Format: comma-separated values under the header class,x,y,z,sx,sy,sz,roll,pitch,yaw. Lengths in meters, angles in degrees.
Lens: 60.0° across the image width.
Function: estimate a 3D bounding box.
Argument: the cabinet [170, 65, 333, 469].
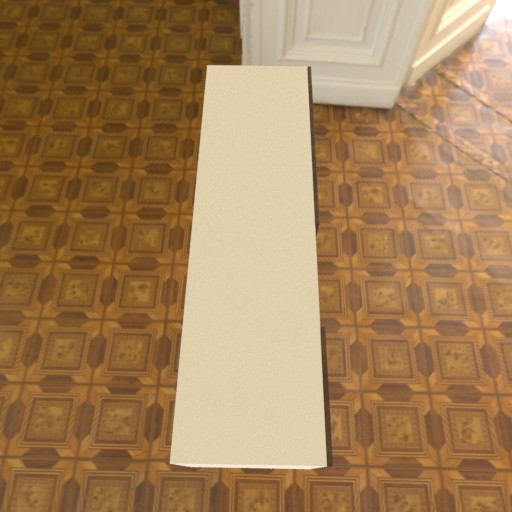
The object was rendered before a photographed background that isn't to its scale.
class,x,y,z,sx,sy,sz,roll,pitch,yaw
cabinet,0.000,0.000,1.742,0.431,0.533,1.499,1,63,0
